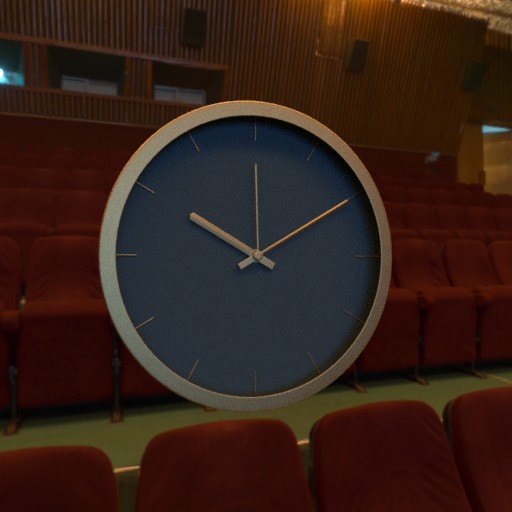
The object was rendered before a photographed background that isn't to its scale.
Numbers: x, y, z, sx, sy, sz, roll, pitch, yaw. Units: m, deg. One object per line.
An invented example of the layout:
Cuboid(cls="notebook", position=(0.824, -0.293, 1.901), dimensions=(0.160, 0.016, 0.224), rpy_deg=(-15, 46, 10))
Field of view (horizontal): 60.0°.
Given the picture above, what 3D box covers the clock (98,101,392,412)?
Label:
Cuboid(cls="clock", position=(0.000, 0.000, 0.466), dimensions=(0.314, 0.314, 0.040), rpy_deg=(0, -1, -20))
